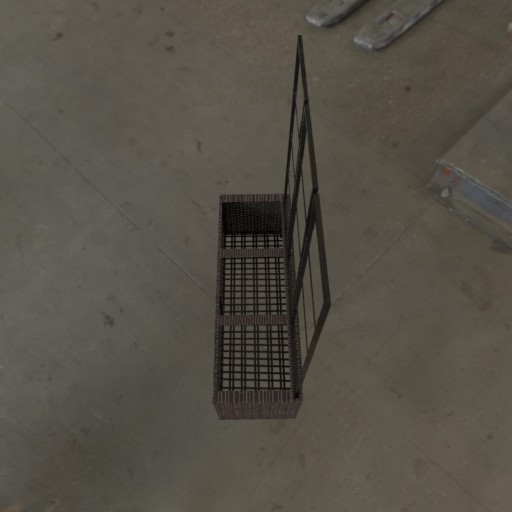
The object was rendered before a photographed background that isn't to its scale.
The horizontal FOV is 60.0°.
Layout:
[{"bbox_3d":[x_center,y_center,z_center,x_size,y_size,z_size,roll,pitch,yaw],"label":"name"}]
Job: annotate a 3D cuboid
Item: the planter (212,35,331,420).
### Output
[{"bbox_3d":[0.000,0.000,1.201,0.244,0.841,0.699,-1,60,0],"label":"planter"}]
